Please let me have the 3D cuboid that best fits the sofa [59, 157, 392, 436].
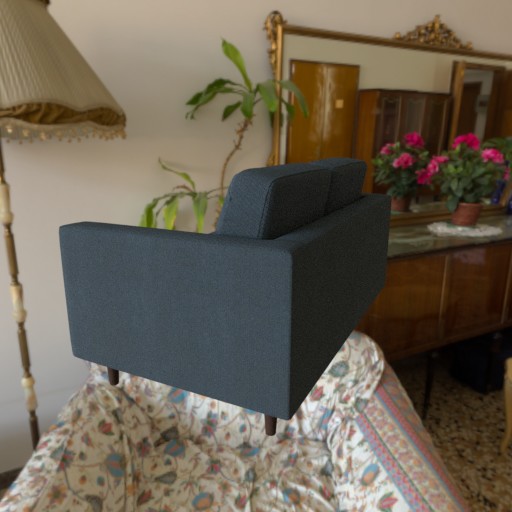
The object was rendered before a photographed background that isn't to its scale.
[{"bbox_3d":[0.000,0.000,2.180,0.999,0.930,1.518,7,16,26],"label":"sofa"}]
